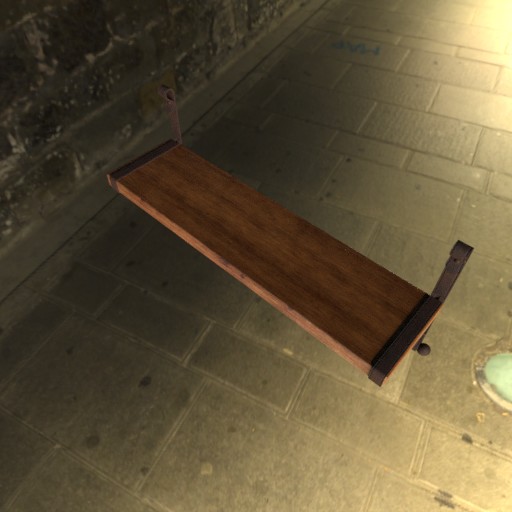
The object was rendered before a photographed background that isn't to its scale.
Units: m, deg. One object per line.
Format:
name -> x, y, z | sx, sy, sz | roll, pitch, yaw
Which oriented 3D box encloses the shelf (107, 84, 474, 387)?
shelf -> 0.000, 0.000, 0.700 | 0.567, 0.330, 0.146 | 35, 58, 26
